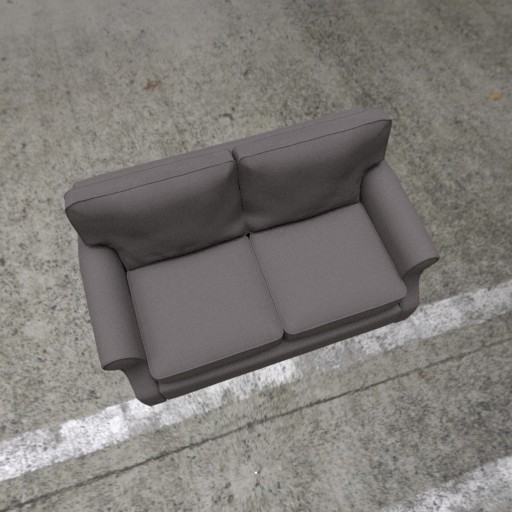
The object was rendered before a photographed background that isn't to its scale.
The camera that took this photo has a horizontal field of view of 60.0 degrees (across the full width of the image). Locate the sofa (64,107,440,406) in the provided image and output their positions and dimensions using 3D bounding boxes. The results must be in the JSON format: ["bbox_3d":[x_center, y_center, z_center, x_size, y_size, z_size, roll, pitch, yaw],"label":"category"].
[{"bbox_3d":[0.000,0.000,2.260,1.665,0.937,0.964,-17,65,-8],"label":"sofa"}]
